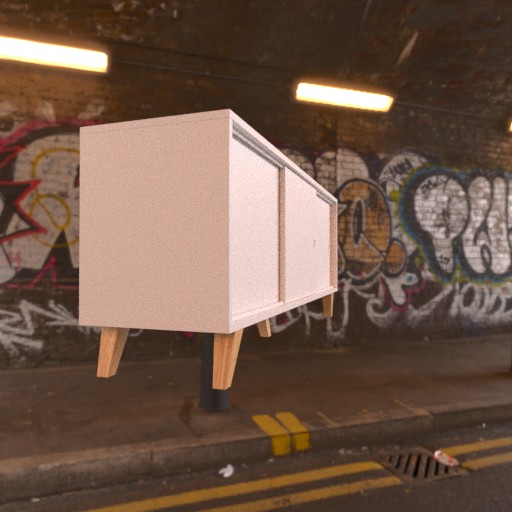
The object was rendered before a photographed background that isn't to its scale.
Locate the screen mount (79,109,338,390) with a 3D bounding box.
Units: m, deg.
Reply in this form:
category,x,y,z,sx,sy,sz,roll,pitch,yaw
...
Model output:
category,x,y,z,sx,sy,sz,roll,pitch,yaw
screen mount,0.000,0.000,1.727,0.400,0.619,1.490,0,-1,19
